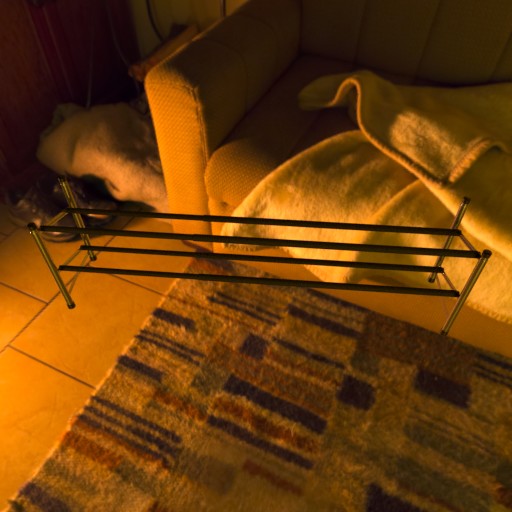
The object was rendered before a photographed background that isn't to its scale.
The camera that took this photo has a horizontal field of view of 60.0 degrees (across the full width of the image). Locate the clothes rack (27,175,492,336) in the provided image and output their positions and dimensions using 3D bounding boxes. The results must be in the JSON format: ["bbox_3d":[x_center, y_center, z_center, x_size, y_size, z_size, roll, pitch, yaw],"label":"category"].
[{"bbox_3d":[0.000,0.000,1.303,1.168,0.349,0.229,4,47,3],"label":"clothes rack"}]
